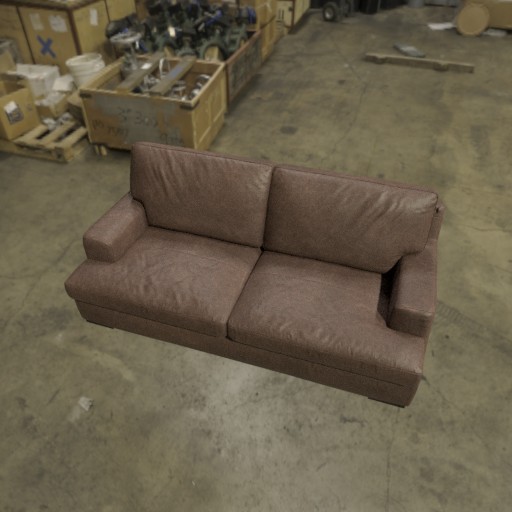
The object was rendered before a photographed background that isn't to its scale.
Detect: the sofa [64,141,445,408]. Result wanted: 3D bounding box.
[{"bbox_3d":[0.000,0.000,2.871,2.261,0.941,1.143,12,43,13],"label":"sofa"}]
